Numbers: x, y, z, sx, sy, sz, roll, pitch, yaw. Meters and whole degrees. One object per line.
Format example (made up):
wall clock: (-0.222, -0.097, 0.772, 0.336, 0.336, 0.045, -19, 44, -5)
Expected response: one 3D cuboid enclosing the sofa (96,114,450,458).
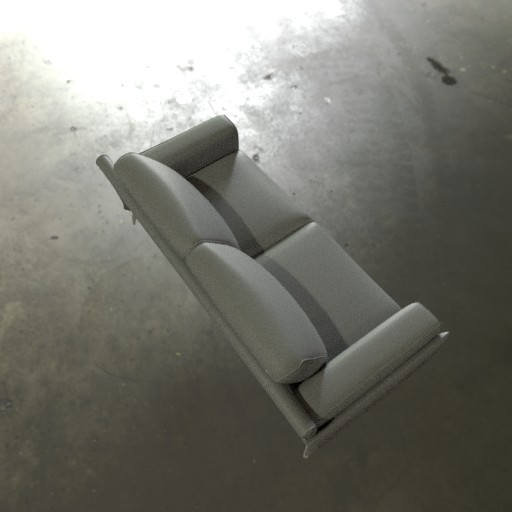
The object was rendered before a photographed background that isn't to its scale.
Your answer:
sofa: (0.000, 0.000, 2.654, 0.969, 0.900, 2.100, -32, 63, -19)
